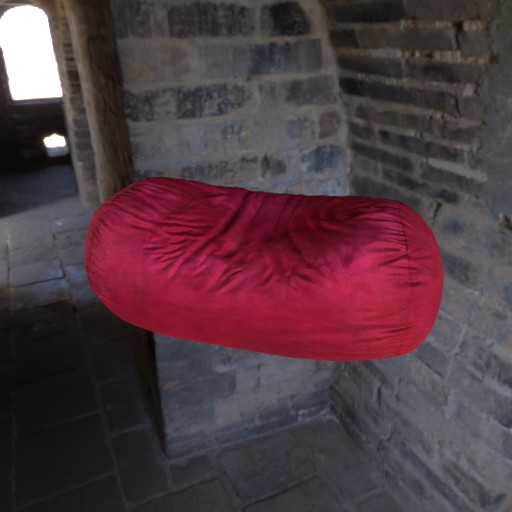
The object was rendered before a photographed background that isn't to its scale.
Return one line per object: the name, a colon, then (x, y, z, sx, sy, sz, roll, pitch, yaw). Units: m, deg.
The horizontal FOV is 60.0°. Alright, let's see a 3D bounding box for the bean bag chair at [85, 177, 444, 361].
bean bag chair: (0.000, 0.000, 2.904, 2.293, 0.867, 1.216, 7, 27, 15)
